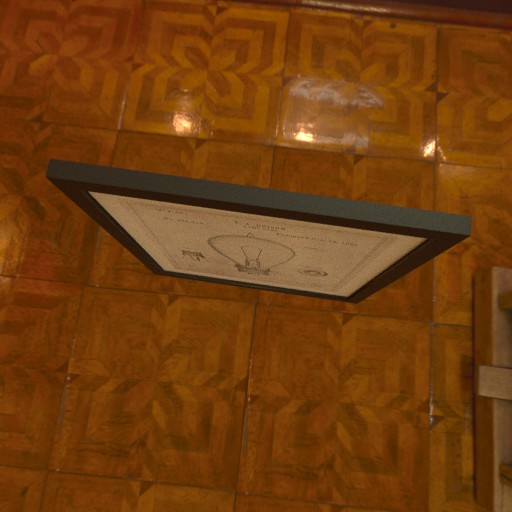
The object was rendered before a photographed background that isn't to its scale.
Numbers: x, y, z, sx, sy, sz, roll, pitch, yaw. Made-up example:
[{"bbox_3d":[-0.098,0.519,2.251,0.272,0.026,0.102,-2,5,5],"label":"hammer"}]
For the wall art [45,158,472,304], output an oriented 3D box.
[{"bbox_3d":[0.000,0.000,0.692,0.430,0.509,0.021,8,76,2],"label":"wall art"}]
